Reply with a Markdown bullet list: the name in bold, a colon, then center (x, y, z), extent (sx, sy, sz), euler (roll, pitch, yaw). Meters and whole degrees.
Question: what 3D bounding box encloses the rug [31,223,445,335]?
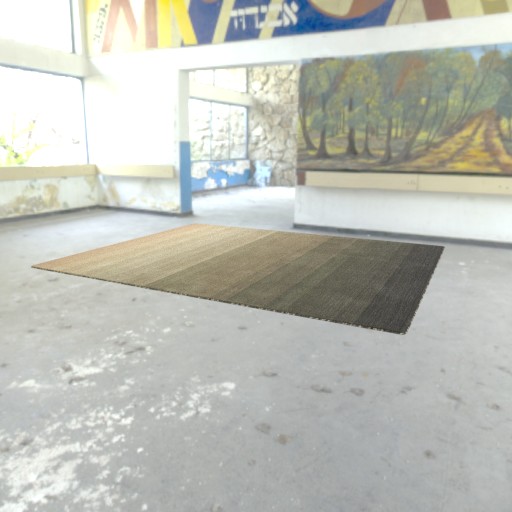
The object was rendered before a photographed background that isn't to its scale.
- **rug**: center (0.000, 0.000, 3.897), extent (2.902, 0.017, 2.305), euler (7, 15, 26)
